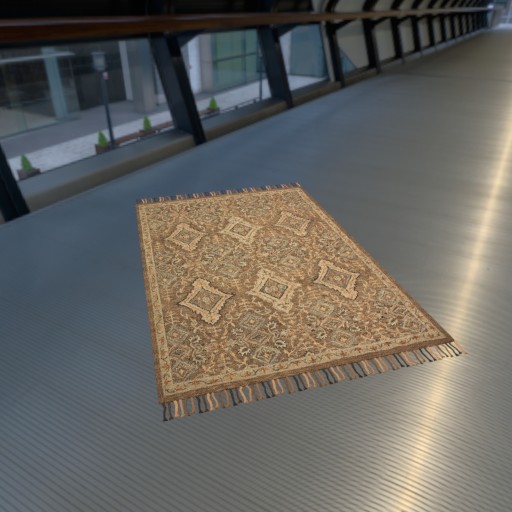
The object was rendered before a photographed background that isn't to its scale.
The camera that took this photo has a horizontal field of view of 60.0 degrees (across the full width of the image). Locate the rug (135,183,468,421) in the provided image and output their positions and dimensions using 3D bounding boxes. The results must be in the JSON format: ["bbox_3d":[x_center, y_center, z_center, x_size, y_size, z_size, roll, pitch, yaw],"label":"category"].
[{"bbox_3d":[0.000,0.000,3.046,1.516,0.010,2.434,-8,31,-14],"label":"rug"}]
